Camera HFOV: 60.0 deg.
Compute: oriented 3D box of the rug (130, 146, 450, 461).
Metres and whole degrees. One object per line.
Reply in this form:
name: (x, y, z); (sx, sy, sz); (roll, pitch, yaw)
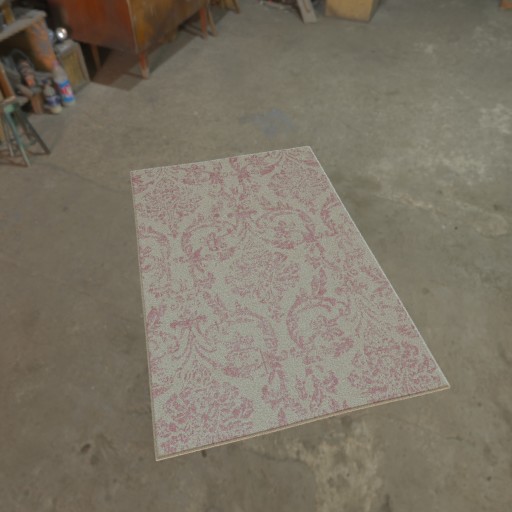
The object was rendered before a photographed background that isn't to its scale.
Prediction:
rug: (0.000, 0.000, 2.351); (1.219, 0.012, 1.839); (-10, 48, -9)
